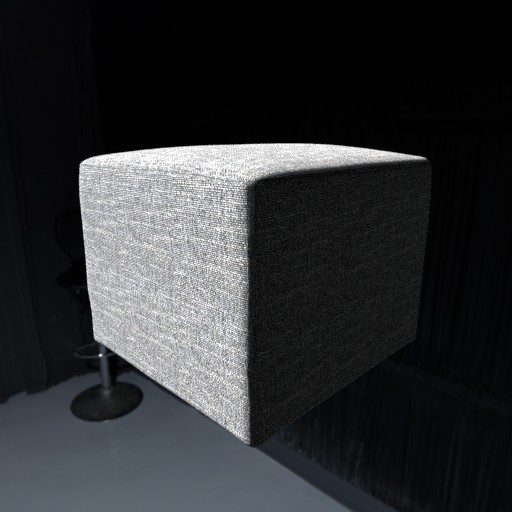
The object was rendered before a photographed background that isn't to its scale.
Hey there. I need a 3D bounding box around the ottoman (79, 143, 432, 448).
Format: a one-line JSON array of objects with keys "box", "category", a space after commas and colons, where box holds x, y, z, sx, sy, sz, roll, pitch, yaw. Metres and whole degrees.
[{"box": [0.000, 0.000, 0.927, 0.512, 0.453, 0.521, 15, 22, 43], "category": "ottoman"}]
